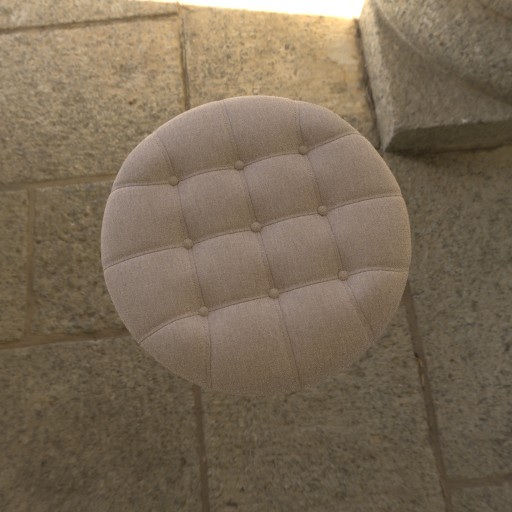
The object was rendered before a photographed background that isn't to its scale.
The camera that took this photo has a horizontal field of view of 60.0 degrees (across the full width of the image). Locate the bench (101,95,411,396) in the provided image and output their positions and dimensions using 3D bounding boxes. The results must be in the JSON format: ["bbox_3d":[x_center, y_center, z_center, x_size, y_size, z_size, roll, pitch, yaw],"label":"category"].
[{"bbox_3d":[0.000,0.000,1.014,0.600,0.454,0.600,0,75,0],"label":"bench"}]
